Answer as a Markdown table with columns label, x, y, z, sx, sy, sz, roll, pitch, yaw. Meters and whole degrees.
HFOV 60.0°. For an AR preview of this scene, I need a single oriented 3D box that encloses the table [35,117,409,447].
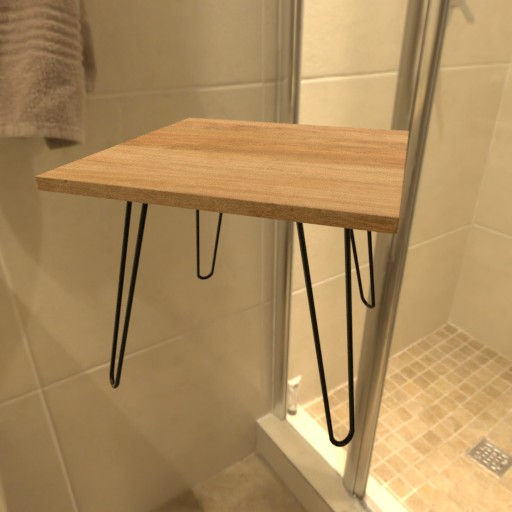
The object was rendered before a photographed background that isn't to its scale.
| label | x | y | z | sx | sy | sz | roll | pitch | yaw |
| --- | --- | --- | --- | --- | --- | --- | --- | --- | --- |
| table | 0.000 | 0.000 | 1.038 | 0.599 | 0.500 | 0.599 | 9 | 28 | 16 |
